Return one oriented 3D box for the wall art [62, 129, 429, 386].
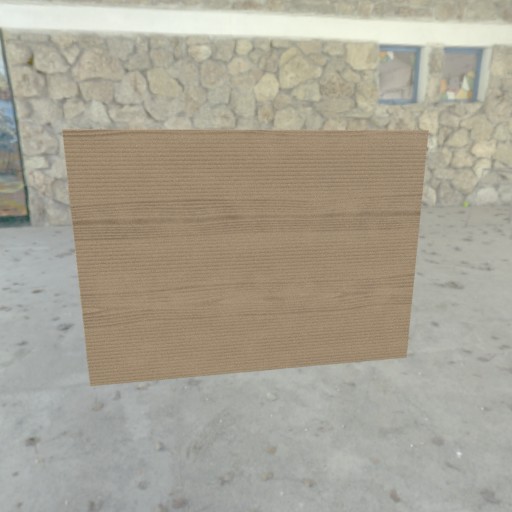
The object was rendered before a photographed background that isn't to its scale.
[{"bbox_3d":[0.000,0.000,1.112,0.841,0.609,0.063,-3,15,-10],"label":"wall art"}]
